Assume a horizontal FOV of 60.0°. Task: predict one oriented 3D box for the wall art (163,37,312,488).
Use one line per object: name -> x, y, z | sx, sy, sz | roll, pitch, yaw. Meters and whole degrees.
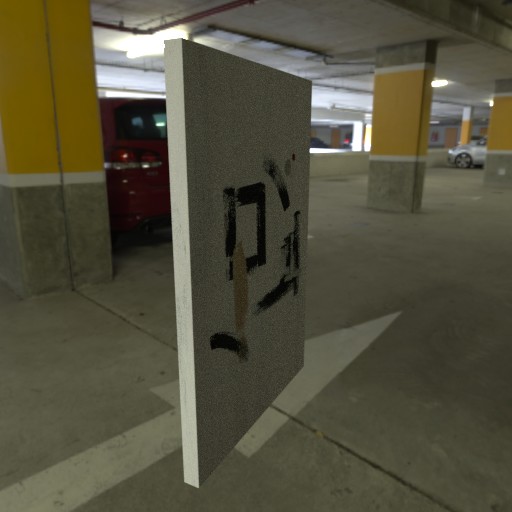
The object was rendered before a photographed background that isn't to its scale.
wall art -> 0.000, 0.000, 1.143 | 0.043, 0.914, 0.624 | 7, 16, 27
